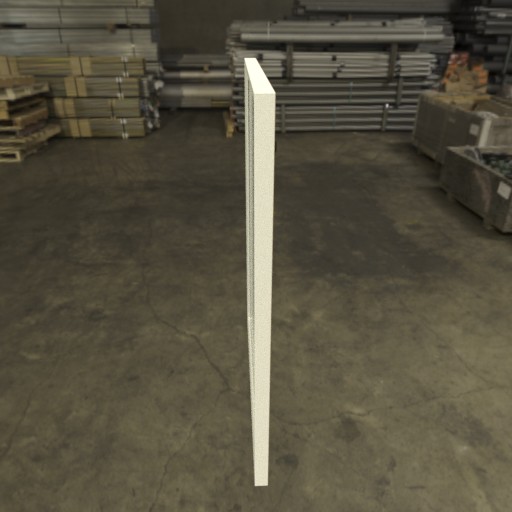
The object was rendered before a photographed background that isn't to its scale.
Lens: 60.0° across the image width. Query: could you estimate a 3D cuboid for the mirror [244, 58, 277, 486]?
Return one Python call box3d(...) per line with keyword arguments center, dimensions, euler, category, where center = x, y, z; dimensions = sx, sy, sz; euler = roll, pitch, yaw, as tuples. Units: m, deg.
box3d(center=(0.000, 0.000, 1.307), dimensions=(0.040, 1.016, 0.762), euler=(-1, 28, -2), category="mirror")
